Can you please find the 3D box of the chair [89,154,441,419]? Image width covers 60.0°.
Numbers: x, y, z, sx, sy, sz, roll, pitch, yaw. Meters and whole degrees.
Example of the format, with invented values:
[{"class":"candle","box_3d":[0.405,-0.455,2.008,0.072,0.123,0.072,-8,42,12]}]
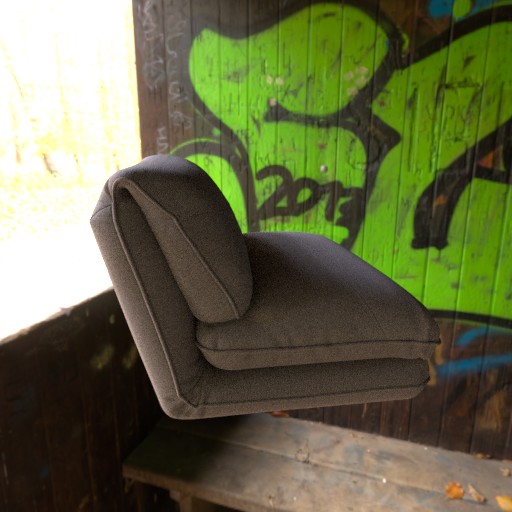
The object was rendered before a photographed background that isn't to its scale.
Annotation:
[{"class":"chair","box_3d":[0.000,0.000,1.320,0.780,0.580,0.820,-2,15,-9]}]
